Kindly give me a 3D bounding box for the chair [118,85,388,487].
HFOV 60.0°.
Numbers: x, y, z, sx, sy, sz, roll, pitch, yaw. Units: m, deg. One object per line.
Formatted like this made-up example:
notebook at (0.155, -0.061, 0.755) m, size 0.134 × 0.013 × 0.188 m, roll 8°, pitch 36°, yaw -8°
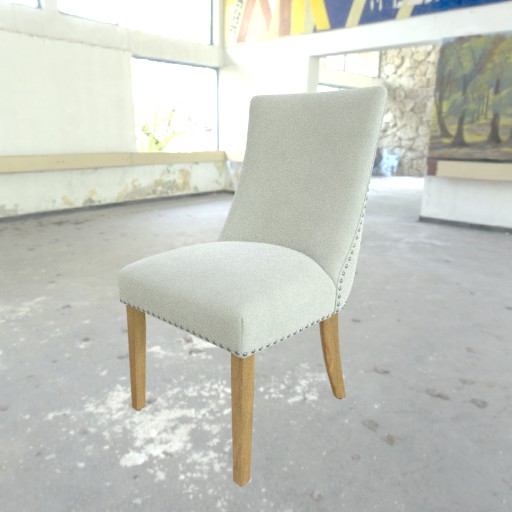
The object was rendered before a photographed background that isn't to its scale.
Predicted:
chair at (0.000, 0.000, 1.239) m, size 0.495 × 0.902 × 0.610 m, roll 14°, pitch 20°, yaw 41°
